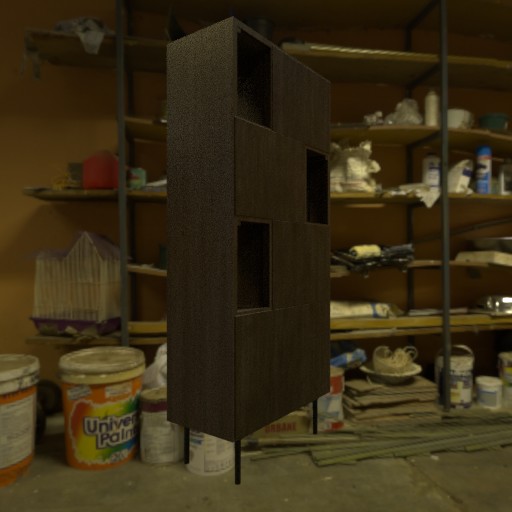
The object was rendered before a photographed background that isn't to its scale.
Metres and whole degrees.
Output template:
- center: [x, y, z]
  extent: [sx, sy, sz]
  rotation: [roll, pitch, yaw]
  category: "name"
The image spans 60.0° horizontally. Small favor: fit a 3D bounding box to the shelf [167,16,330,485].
- center: [0.000, 0.000, 1.791]
  extent: [0.323, 1.545, 0.670]
  rotation: [0, 0, 37]
  category: "shelf"
